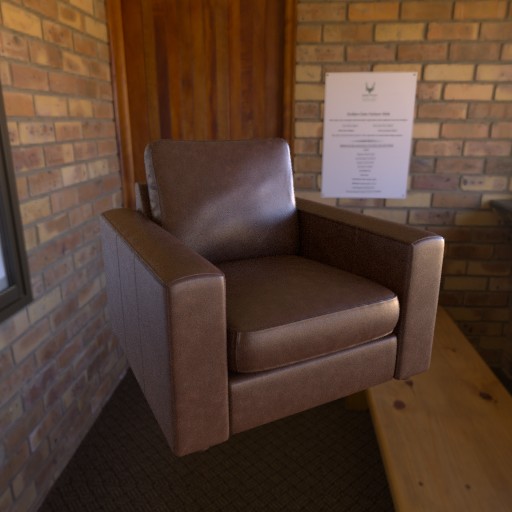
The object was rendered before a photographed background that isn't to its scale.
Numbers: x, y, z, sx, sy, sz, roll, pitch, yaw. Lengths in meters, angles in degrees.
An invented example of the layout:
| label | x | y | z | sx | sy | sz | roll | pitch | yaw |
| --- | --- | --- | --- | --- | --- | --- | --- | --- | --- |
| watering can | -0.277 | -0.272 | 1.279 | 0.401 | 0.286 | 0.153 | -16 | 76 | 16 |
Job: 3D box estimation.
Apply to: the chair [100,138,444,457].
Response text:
| label | x | y | z | sx | sy | sz | roll | pitch | yaw |
| --- | --- | --- | --- | --- | --- | --- | --- | --- | --- |
| chair | 0.000 | 0.000 | 1.735 | 1.005 | 0.873 | 1.016 | -9 | 19 | -26 |
